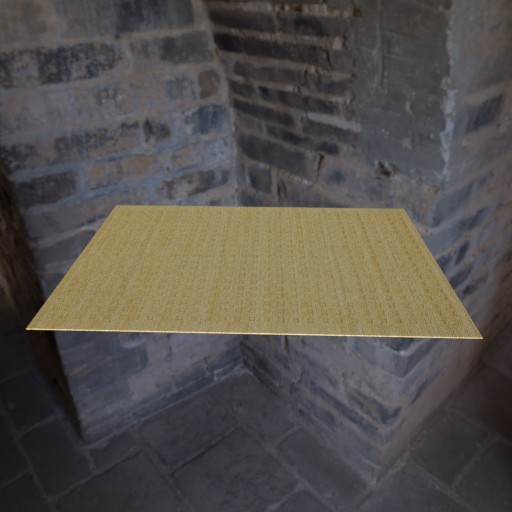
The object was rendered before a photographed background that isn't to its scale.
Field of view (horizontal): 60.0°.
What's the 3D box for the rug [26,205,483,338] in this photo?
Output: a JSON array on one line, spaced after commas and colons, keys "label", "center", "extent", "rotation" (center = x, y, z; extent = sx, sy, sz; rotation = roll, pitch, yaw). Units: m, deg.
[{"label": "rug", "center": [0.000, 0.000, 2.873], "extent": [2.286, 0.006, 1.524], "rotation": [1, 31, 2]}]
